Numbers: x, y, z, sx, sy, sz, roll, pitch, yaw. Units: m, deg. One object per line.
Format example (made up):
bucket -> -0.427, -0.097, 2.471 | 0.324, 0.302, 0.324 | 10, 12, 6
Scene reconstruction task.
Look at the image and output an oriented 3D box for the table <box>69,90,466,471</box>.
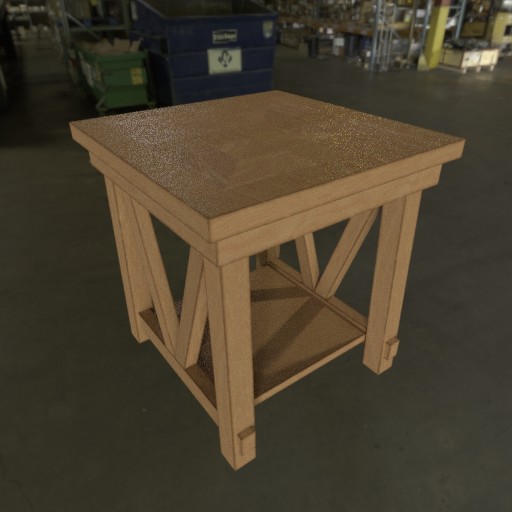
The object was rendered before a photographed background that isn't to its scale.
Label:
table -> 0.000, 0.000, 1.124 | 0.610, 0.638, 0.612 | -21, 37, -30
